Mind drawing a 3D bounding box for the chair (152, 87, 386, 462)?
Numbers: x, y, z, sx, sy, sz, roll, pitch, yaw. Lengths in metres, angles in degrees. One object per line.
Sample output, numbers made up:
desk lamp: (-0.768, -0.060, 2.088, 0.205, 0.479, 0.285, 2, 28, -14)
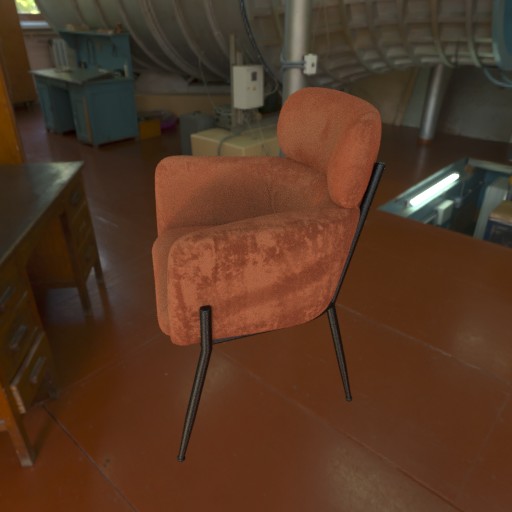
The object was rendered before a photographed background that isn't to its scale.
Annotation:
chair: (0.000, 0.000, 1.146, 0.523, 0.772, 0.561, -7, 30, -12)
